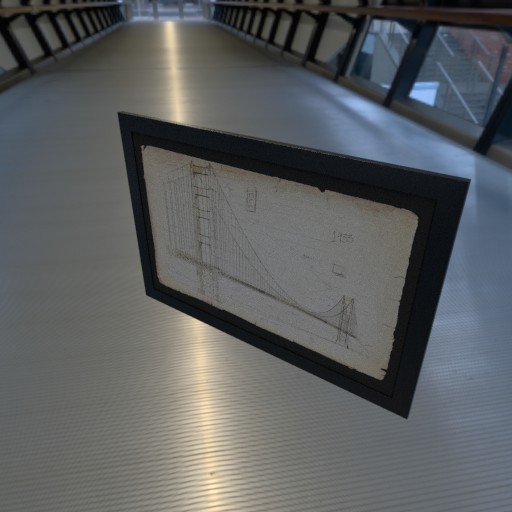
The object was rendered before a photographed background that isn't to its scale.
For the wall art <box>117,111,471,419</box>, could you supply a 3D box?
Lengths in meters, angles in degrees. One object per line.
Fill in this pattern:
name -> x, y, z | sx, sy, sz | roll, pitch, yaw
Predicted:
wall art -> 0.000, 0.000, 0.838 | 0.660, 0.447, 0.013 | 19, 36, 29
